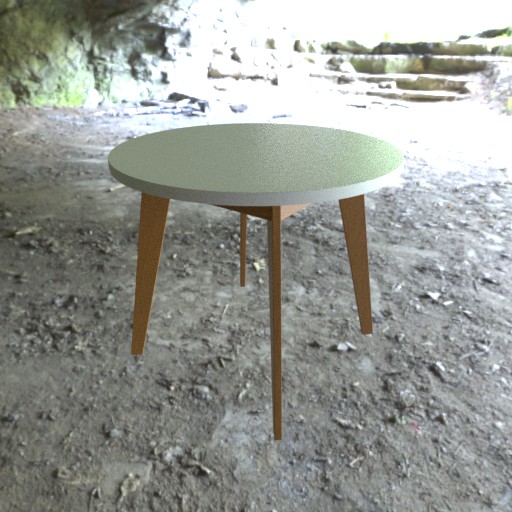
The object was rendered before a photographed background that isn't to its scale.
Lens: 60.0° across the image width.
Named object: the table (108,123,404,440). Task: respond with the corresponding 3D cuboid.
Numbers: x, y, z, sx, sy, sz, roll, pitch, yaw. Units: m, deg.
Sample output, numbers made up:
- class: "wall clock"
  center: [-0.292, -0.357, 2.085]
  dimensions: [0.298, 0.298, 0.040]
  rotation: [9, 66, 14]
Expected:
- class: "table"
  center: [0.000, 0.000, 1.566]
  dimensions: [0.896, 0.762, 0.896]
  rotation: [0, 26, 0]
